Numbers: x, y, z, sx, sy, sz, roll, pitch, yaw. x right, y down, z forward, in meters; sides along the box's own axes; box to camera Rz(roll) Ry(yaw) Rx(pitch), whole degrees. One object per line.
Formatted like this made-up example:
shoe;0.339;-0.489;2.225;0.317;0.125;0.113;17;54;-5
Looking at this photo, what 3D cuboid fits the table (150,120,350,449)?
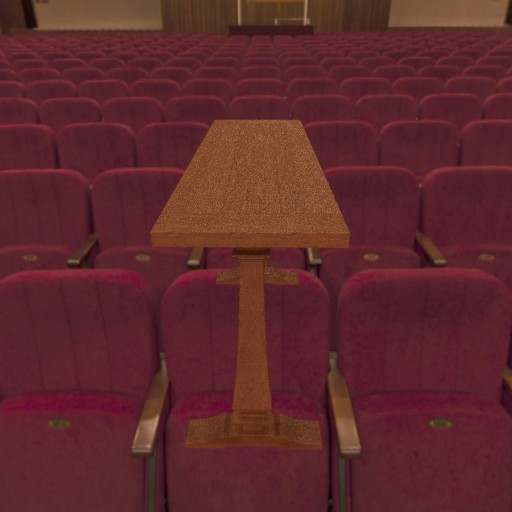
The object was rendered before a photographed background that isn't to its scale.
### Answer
table;0.000;0.000;1.842;0.461;0.852;1.478;0;26;1
